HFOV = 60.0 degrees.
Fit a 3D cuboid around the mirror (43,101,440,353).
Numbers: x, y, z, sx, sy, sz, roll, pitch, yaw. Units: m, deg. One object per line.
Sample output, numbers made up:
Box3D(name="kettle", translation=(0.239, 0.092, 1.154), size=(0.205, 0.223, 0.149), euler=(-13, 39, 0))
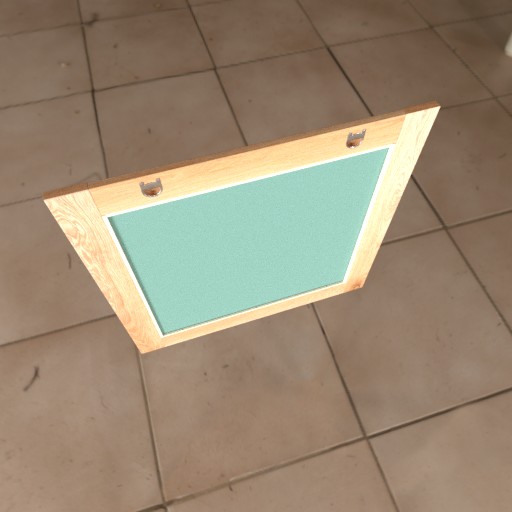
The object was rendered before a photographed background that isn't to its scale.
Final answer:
Box3D(name="mirror", translation=(0.000, 0.000, 1.196), size=(0.800, 0.800, 0.020), euler=(-16, 59, -9))
